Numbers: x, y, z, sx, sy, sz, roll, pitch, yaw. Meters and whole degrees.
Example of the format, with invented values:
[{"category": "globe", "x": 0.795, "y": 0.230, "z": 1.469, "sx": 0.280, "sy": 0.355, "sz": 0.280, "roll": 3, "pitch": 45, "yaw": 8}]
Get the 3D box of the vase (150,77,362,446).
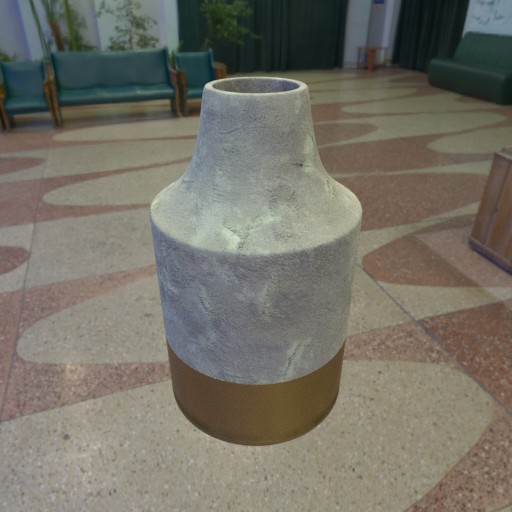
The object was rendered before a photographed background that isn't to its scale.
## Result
[{"category": "vase", "x": 0.000, "y": 0.000, "z": 0.417, "sx": 0.184, "sy": 0.305, "sz": 0.184, "roll": 0, "pitch": 31, "yaw": 0}]
